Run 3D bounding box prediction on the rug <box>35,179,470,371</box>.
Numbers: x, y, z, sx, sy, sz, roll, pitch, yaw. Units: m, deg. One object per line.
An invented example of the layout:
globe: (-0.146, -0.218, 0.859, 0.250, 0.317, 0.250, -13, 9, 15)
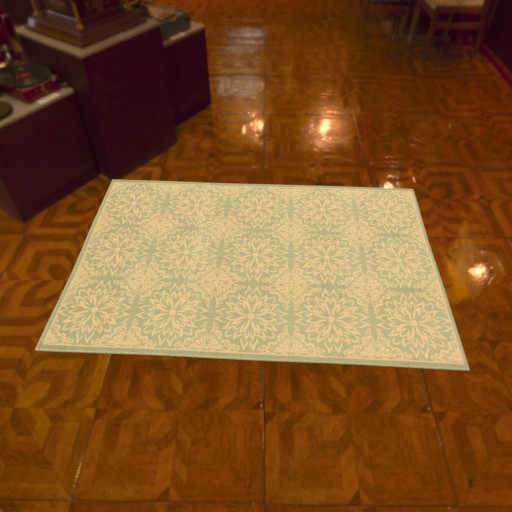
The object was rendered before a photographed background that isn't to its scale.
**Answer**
rug: (0.000, 0.000, 3.420, 2.746, 0.018, 1.819, 2, 46, 2)
